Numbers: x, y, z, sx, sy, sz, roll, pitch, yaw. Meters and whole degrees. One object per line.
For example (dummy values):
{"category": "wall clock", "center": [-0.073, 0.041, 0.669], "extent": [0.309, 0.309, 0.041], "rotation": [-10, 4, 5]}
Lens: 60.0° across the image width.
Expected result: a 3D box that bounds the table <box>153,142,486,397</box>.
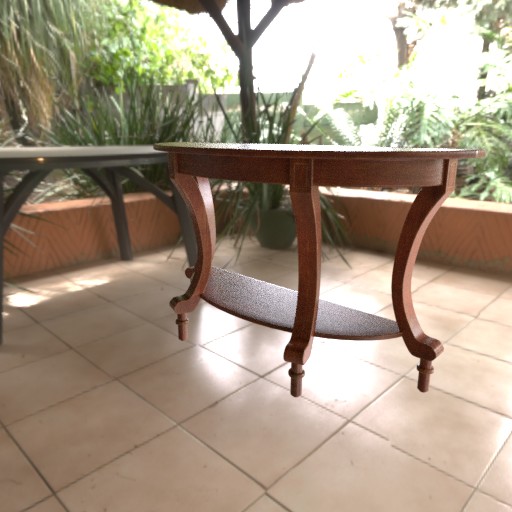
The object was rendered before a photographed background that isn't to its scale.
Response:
{"category": "table", "center": [0.000, 0.000, 1.452], "extent": [1.198, 0.699, 0.394], "rotation": [14, 21, 41]}
